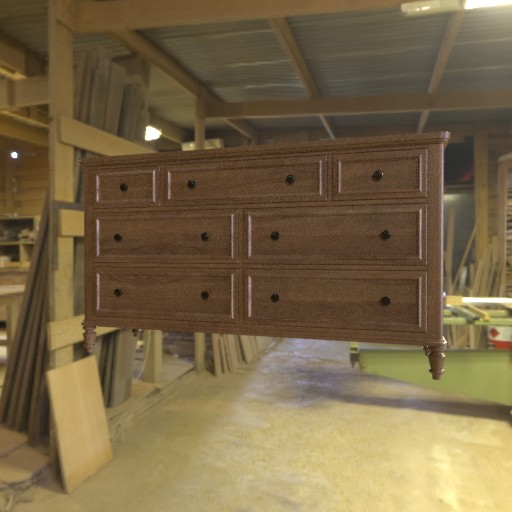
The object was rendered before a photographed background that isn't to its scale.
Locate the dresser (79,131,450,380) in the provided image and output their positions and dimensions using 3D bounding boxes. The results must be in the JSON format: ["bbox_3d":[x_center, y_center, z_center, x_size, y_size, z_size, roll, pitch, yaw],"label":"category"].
[{"bbox_3d":[0.000,0.000,2.023,1.583,0.892,0.468,0,1,17],"label":"dresser"}]
